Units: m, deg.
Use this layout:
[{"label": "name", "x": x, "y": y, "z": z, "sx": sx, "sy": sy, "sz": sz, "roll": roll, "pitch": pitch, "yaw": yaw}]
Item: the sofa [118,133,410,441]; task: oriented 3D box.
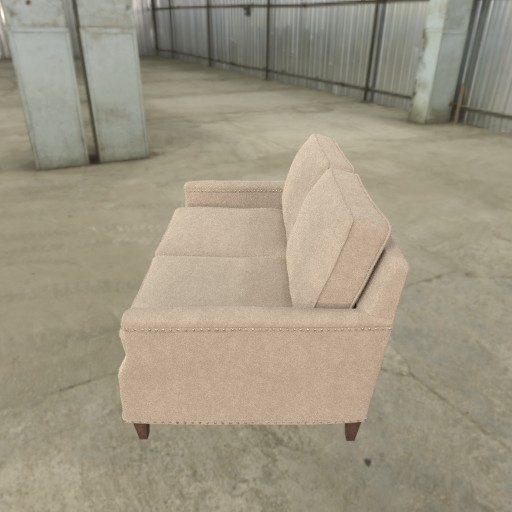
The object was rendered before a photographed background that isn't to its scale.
[{"label": "sofa", "x": 0.000, "y": 0.000, "z": 2.321, "sx": 1.084, "sy": 1.002, "sz": 1.597, "roll": 0, "pitch": 28, "yaw": 0}]
